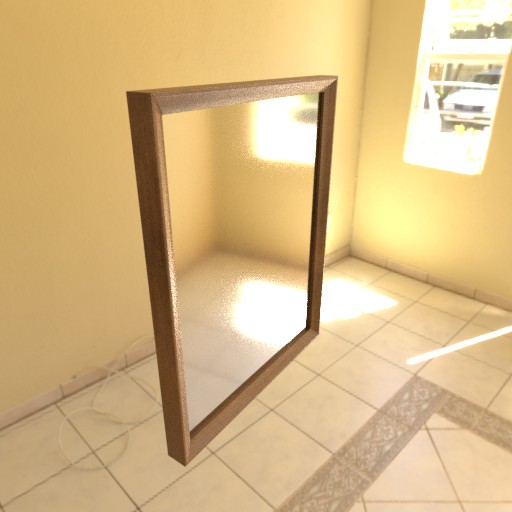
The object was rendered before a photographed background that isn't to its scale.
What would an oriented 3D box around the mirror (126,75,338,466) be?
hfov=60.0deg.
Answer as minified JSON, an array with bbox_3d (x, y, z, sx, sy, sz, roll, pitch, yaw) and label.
[{"bbox_3d":[0.000,0.000,0.693,0.041,0.509,0.406,17,30,32],"label":"mirror"}]
